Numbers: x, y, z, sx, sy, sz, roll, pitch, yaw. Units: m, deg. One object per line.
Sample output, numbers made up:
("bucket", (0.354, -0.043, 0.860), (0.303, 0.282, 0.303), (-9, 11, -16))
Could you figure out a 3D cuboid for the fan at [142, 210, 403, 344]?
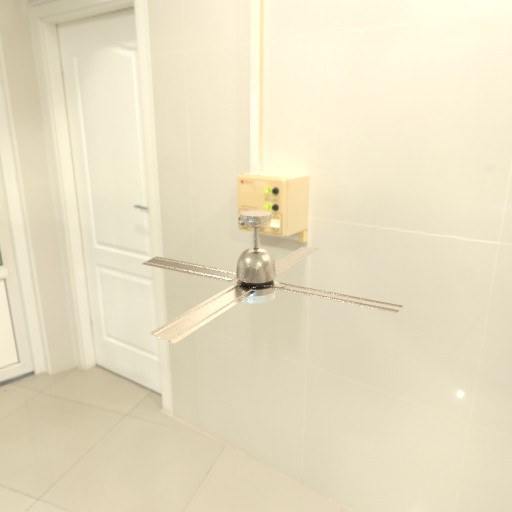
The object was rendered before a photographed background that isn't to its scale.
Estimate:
("fan", (0.000, 0.000, 2.074), (1.346, 0.406, 1.346), (9, 19, 27))
